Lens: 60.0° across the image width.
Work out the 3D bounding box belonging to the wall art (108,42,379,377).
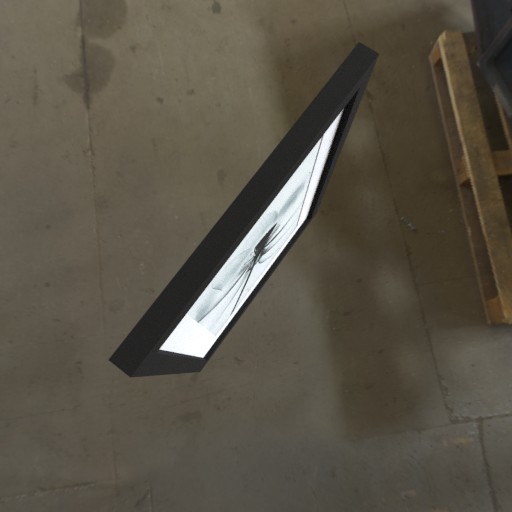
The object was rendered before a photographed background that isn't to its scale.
[{"bbox_3d":[0.000,0.000,0.752,0.029,0.559,0.457,35,78,8],"label":"wall art"}]
